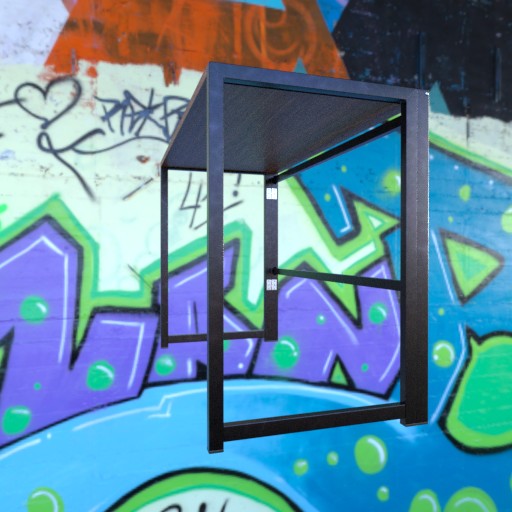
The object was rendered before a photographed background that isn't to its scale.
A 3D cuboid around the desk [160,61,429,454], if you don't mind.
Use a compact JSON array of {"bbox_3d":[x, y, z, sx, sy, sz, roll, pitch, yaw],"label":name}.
[{"bbox_3d":[0.000,0.000,1.416,0.508,0.762,1.016,0,0,-17],"label":"desk"}]
